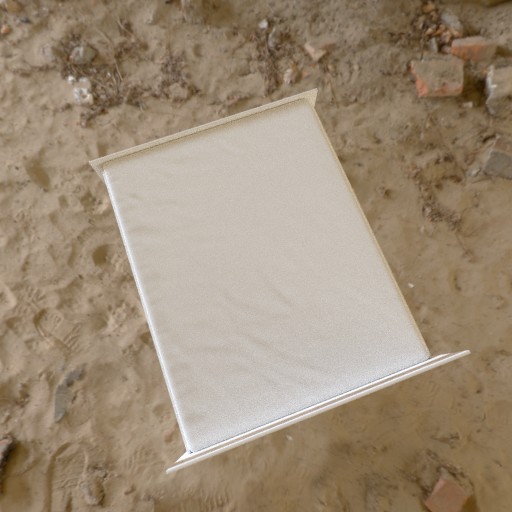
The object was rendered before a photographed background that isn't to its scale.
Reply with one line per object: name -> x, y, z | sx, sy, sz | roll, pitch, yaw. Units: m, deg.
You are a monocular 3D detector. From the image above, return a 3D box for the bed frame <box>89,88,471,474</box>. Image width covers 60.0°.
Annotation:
bed frame -> 0.000, 0.000, 2.973 | 1.720, 0.800, 2.060 | -20, 75, -6
